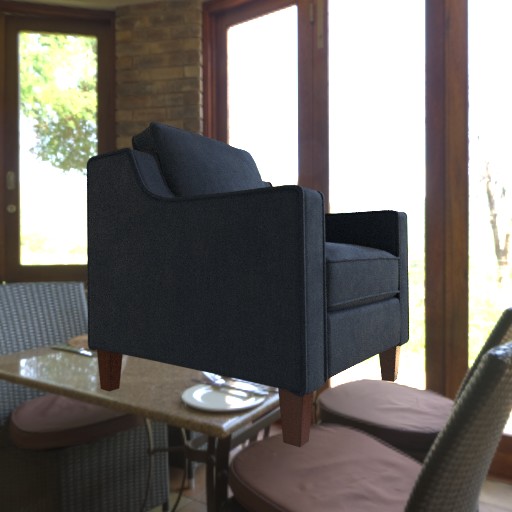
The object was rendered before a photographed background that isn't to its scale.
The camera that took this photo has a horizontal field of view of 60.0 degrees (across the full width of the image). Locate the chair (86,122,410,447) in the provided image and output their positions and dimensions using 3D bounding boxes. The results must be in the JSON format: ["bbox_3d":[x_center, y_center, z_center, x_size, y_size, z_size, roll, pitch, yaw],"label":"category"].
[{"bbox_3d":[0.000,0.000,1.654,0.909,0.960,0.831,0,0,36],"label":"chair"}]
